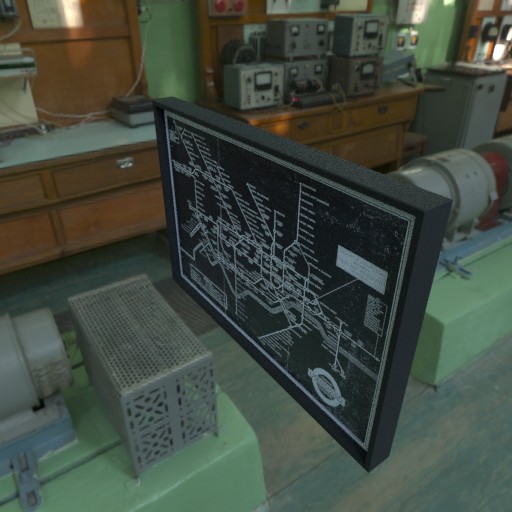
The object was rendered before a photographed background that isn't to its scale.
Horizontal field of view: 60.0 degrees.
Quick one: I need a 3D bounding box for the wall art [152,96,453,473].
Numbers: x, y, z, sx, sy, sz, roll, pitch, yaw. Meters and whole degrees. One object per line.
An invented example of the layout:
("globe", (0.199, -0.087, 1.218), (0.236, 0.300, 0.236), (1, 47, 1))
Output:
("wall art", (0.000, 0.000, 0.826), (0.051, 0.456, 0.671), (-21, 37, -30))
